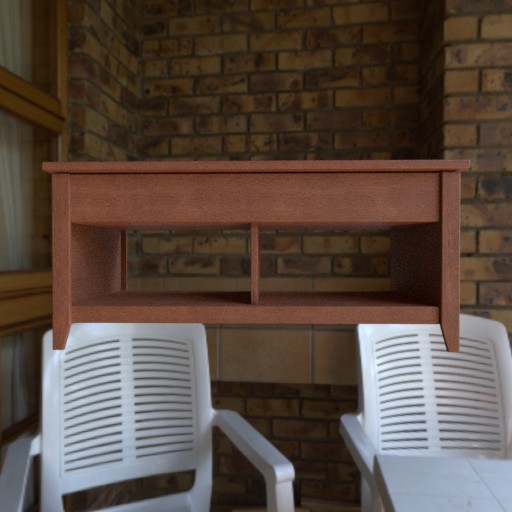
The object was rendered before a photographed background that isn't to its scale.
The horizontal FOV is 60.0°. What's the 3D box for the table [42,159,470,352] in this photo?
[{"bbox_3d":[0.000,0.000,1.294,1.016,0.457,0.483,0,1,1],"label":"table"}]
